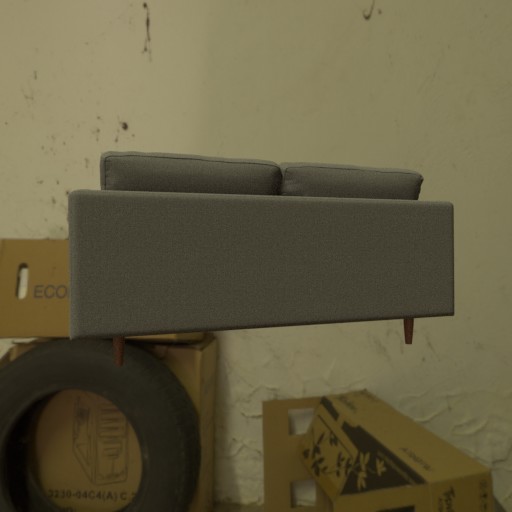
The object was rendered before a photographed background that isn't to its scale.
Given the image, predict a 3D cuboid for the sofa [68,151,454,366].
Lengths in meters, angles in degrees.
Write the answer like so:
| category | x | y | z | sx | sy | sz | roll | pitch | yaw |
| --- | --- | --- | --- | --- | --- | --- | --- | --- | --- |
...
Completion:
| category | x | y | z | sx | sy | sz | roll | pitch | yaw |
| --- | --- | --- | --- | --- | --- | --- | --- | --- | --- |
| sofa | 0.000 | 0.000 | 2.287 | 1.713 | 0.866 | 0.940 | 0 | 1 | -18 |
